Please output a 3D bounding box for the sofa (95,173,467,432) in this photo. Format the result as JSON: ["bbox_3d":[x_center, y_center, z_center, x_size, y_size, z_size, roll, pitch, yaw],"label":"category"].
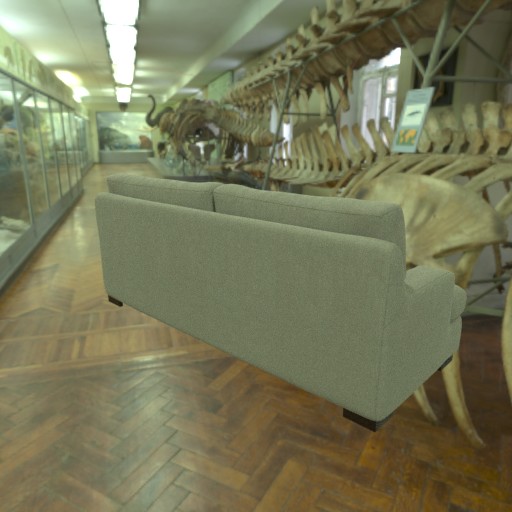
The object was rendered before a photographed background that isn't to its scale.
[{"bbox_3d":[0.000,0.000,2.848,2.354,0.980,0.962,14,21,42],"label":"sofa"}]
